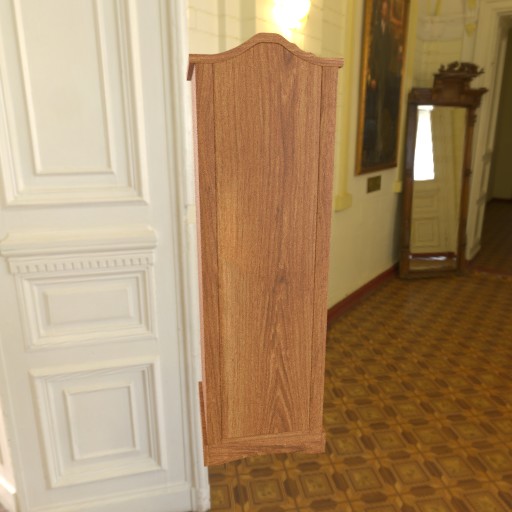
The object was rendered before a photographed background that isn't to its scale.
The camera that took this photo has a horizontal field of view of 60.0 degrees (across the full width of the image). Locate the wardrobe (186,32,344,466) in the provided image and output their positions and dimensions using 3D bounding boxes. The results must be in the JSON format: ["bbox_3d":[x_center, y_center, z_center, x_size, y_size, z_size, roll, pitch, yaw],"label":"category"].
[{"bbox_3d":[0.000,0.000,2.150,0.590,1.870,0.570,-3,16,-9],"label":"wardrobe"}]
